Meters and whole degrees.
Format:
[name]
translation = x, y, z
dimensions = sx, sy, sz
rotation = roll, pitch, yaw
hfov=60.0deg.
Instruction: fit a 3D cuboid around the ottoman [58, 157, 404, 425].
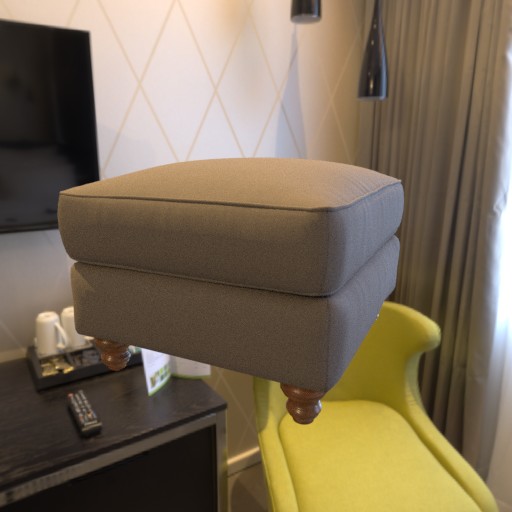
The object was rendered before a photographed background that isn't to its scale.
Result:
[ottoman]
translation = 0.000, 0.000, 1.168
dimensions = 0.662, 0.505, 0.721
rotation = 7, 16, 26
